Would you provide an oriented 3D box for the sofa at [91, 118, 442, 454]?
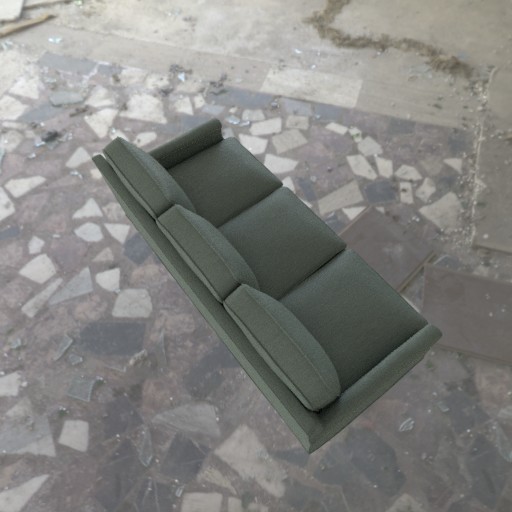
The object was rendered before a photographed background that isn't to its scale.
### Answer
[{"bbox_3d":[0.000,0.000,2.898,1.084,1.003,2.246,-33,64,-19],"label":"sofa"}]
